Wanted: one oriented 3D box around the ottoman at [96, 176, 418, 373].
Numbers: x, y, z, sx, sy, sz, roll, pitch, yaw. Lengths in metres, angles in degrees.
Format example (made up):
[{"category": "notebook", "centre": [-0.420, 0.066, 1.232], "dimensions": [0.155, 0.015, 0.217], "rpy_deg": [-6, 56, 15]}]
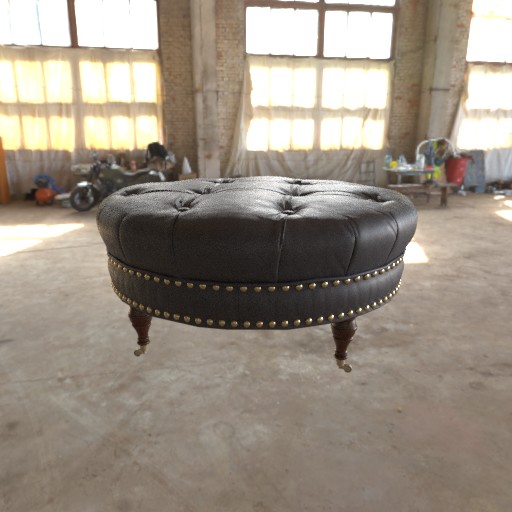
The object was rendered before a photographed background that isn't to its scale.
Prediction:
[{"category": "ottoman", "centre": [0.000, 0.000, 1.348], "dimensions": [0.901, 0.439, 0.901], "rpy_deg": [0, 16, 0]}]
